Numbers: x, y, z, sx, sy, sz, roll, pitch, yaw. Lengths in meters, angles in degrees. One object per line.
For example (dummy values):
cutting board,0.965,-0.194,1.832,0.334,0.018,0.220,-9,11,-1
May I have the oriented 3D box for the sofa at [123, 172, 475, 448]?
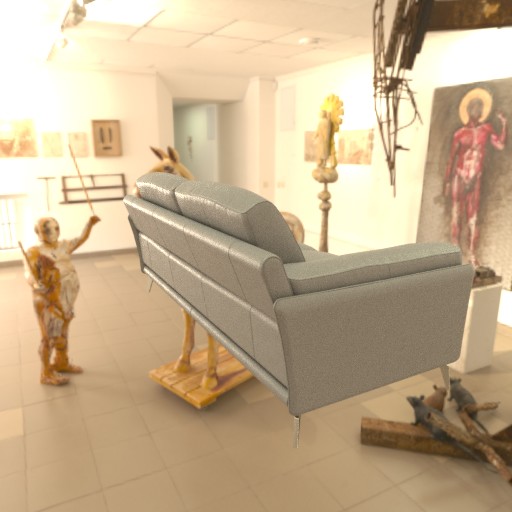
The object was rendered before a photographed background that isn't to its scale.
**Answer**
sofa,0.000,0.000,2.581,1.049,0.930,2.101,-8,16,-28
